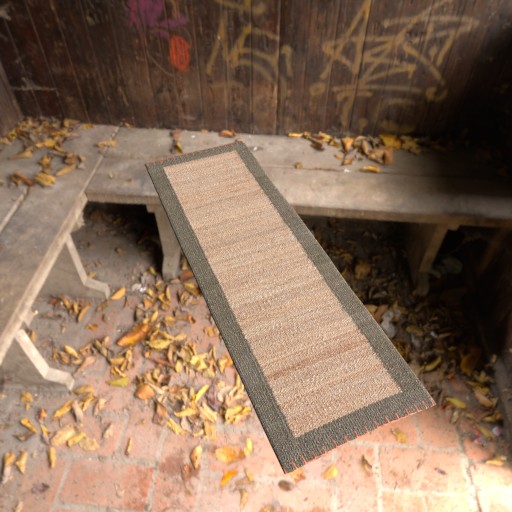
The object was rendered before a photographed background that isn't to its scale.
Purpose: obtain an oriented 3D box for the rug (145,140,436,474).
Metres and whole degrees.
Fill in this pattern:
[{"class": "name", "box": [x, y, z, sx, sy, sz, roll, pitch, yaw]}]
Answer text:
[{"class": "rug", "box": [0.000, 0.000, 2.727, 0.810, 0.016, 2.413, -18, 50, -16]}]
